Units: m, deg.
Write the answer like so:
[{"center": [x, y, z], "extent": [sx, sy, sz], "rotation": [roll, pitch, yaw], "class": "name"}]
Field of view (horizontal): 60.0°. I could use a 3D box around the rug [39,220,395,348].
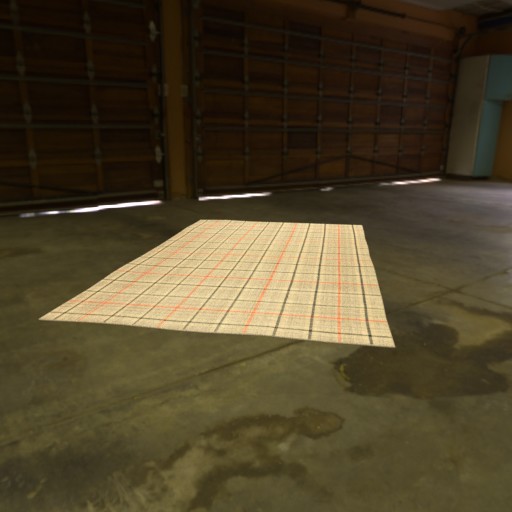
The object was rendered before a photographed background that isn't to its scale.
[{"center": [0.000, 0.000, 2.993], "extent": [1.524, 0.015, 2.439], "rotation": [3, 15, 10], "class": "rug"}]
